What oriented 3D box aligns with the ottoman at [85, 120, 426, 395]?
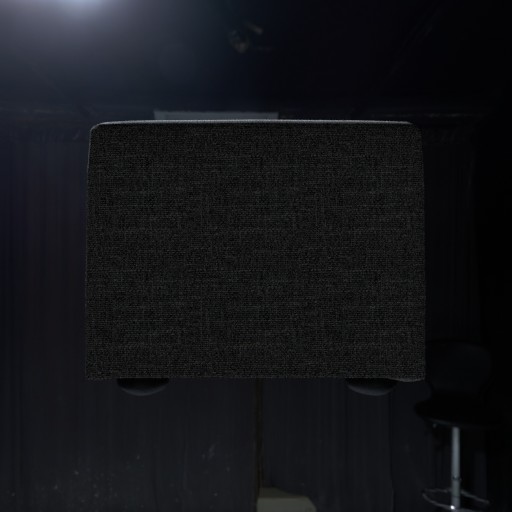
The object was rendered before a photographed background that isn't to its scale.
[{"bbox_3d":[0.000,0.000,0.910,0.521,0.453,0.512,0,-1,0],"label":"ottoman"}]
